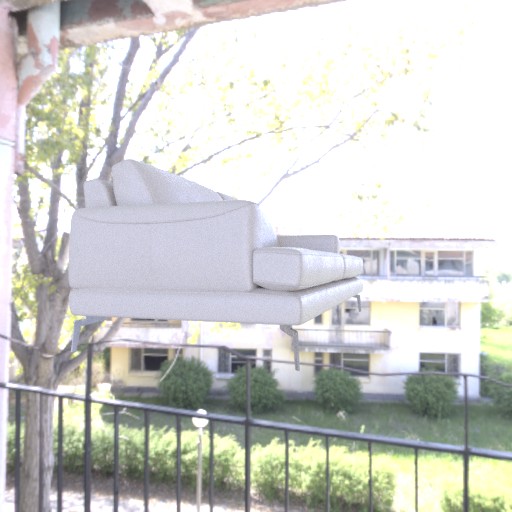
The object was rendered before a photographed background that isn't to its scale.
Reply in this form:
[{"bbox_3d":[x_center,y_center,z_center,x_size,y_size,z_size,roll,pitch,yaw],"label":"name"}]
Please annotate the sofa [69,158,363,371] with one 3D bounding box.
[{"bbox_3d":[0.000,0.000,2.436,0.974,0.765,1.940,0,-1,19],"label":"sofa"}]
